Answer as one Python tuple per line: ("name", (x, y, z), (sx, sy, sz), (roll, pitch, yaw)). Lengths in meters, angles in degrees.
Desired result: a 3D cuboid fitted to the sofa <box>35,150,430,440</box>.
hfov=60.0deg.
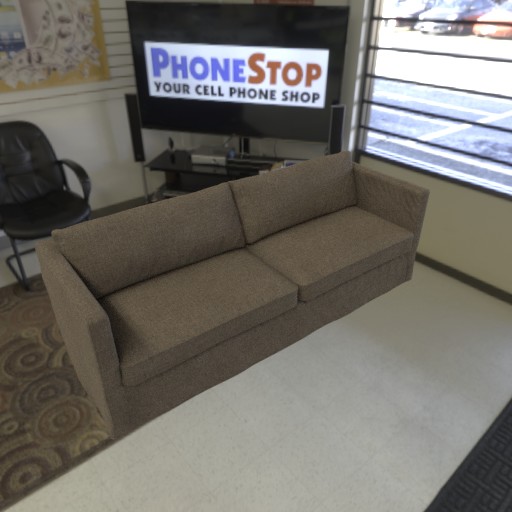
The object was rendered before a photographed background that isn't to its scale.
("sofa", (0.000, 0.000, 3.315), (2.779, 0.998, 1.036), (-21, 37, -31))
